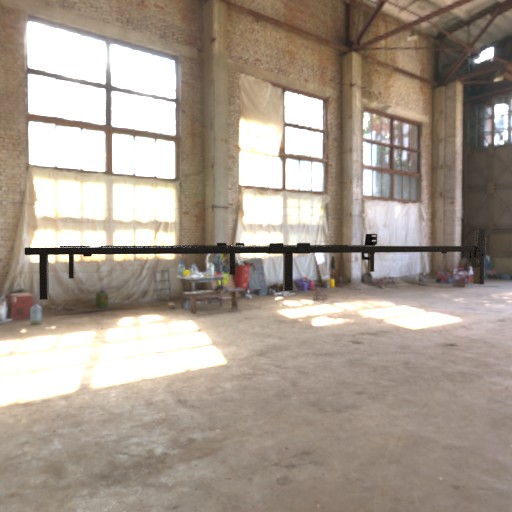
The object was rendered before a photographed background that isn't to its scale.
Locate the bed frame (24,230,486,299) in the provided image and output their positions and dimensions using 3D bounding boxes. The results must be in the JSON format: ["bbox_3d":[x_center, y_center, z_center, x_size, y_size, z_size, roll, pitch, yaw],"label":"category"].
[{"bbox_3d":[0.000,0.000,2.201,1.897,0.248,0.968,-1,2,-17],"label":"bed frame"}]
